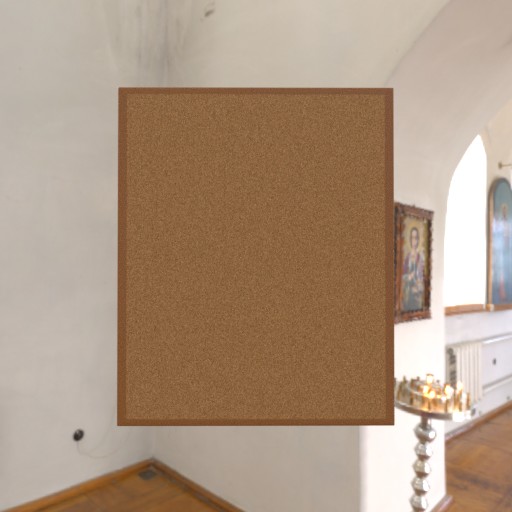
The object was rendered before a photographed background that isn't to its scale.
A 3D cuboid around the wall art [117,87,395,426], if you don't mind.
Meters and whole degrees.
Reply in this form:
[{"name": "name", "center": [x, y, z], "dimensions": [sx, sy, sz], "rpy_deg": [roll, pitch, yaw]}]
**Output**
[{"name": "wall art", "center": [0.000, 0.000, 0.733], "dimensions": [0.452, 0.553, 0.022], "rpy_deg": [0, -1, 0]}]
